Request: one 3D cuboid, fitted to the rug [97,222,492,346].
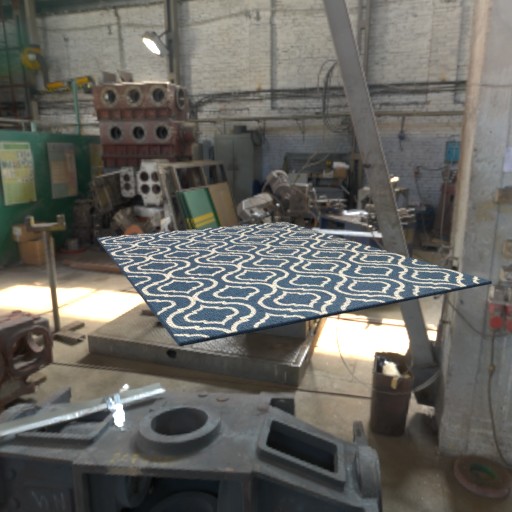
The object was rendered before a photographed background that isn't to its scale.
[{"bbox_3d":[0.000,0.000,3.865,2.270,0.020,2.881,-7,15,-26],"label":"rug"}]
